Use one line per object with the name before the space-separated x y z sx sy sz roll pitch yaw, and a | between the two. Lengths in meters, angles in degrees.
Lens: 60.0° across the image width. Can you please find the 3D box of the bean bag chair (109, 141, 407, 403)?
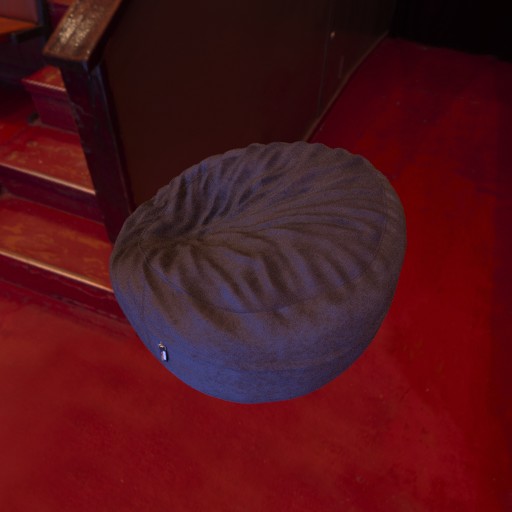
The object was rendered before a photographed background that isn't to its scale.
bean bag chair | 0.000 0.000 2.033 1.245 0.821 1.245 0 47 0
